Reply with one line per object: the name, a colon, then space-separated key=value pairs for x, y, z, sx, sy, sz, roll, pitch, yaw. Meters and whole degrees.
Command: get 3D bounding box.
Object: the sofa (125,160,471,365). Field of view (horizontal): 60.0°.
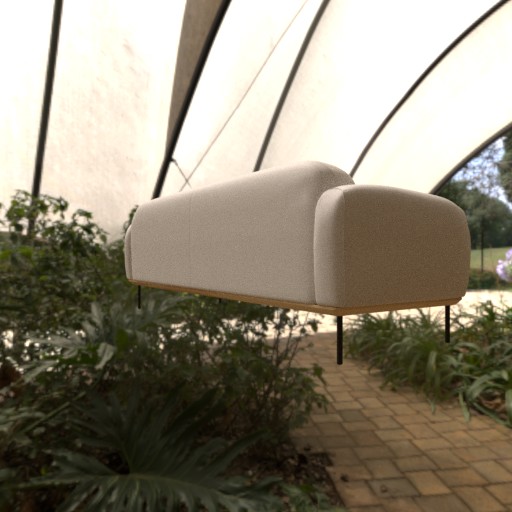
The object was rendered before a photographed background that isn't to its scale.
sofa: x=0.000 y=0.000 z=2.624 sx=0.880 sy=0.780 sz=2.257 roll=0 pitch=0 yaw=-35
